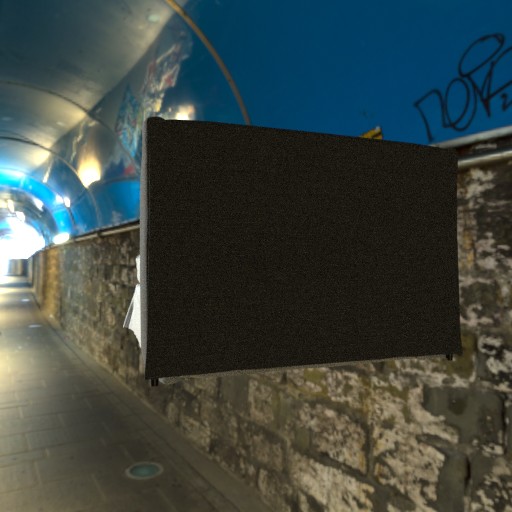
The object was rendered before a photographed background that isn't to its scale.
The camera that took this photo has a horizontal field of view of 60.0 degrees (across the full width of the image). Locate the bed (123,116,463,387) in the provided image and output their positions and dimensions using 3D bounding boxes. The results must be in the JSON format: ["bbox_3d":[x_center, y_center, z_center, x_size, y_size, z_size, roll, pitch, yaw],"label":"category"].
[{"bbox_3d":[0.000,0.000,3.493,1.925,1.332,2.276,0,-1,-19],"label":"bed"}]
